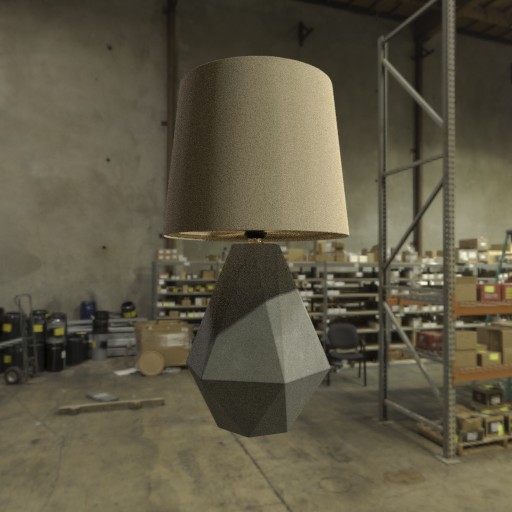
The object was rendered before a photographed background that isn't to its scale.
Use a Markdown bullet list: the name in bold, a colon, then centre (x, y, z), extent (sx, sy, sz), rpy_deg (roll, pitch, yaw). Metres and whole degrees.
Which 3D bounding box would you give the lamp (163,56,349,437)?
- **lamp**: centre (0.000, 0.000, 0.669), extent (0.276, 0.501, 0.276), rpy_deg (0, -1, 0)
